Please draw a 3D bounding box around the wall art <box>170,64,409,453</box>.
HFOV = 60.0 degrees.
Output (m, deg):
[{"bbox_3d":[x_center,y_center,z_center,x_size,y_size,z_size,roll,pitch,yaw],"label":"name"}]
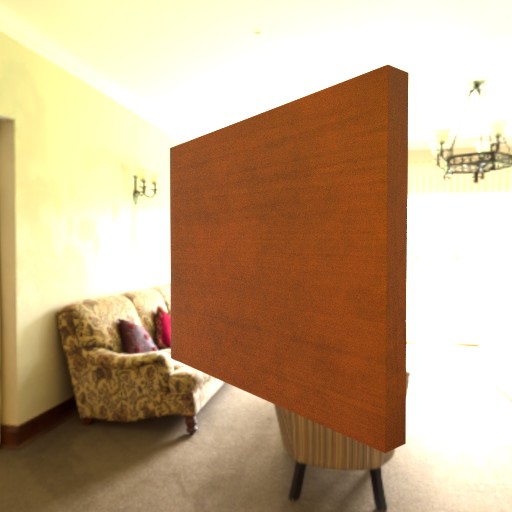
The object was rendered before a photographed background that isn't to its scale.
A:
[{"bbox_3d":[0.000,0.000,0.542,0.030,0.328,0.401,-1,2,-37],"label":"wall art"}]
